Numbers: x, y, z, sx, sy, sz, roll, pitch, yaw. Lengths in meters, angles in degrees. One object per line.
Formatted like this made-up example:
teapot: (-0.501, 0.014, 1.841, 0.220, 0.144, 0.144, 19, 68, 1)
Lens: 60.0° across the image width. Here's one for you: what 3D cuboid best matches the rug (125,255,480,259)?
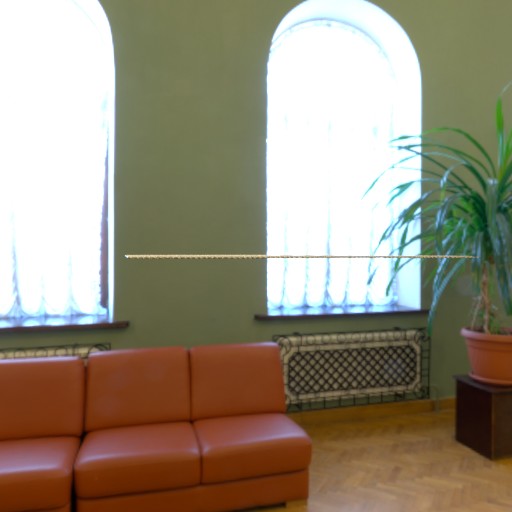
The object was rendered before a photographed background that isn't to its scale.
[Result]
rug: (0.000, 0.000, 4.222, 2.380, 0.013, 3.051, 0, 0, -17)
